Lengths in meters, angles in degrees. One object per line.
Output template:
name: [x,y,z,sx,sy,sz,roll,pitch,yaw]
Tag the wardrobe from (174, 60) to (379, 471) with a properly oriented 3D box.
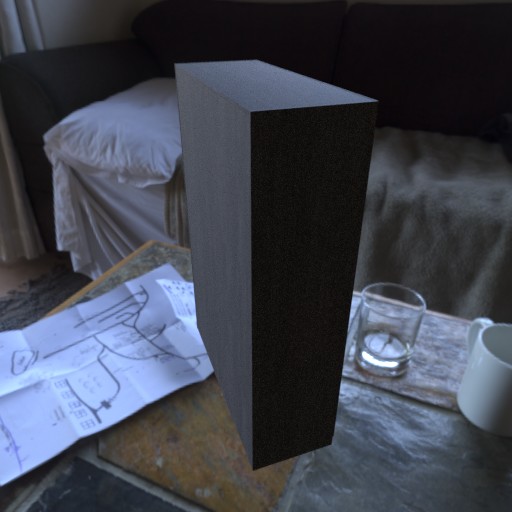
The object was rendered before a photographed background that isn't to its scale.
wardrobe: [0.000,0.000,2.536,0.510,1.910,1.290,-10,32,-17]
